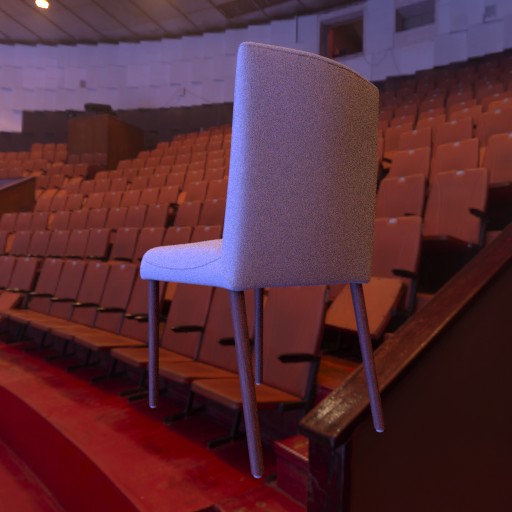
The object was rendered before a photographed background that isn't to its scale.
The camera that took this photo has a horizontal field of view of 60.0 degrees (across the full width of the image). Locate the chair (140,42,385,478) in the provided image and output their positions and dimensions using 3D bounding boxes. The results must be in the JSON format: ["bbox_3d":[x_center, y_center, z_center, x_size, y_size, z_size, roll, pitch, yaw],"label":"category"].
[{"bbox_3d":[0.000,0.000,1.185,0.456,0.859,0.570,0,0,-37],"label":"chair"}]
